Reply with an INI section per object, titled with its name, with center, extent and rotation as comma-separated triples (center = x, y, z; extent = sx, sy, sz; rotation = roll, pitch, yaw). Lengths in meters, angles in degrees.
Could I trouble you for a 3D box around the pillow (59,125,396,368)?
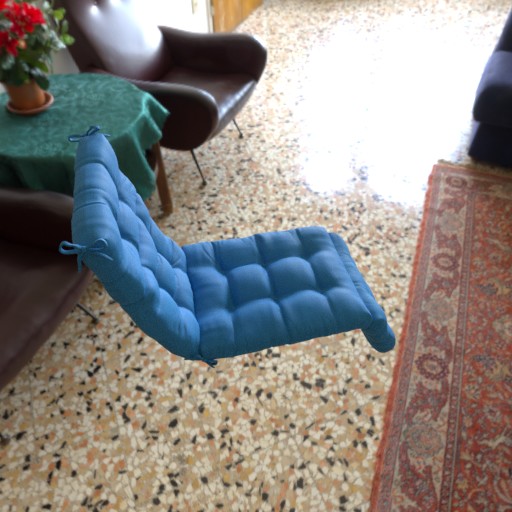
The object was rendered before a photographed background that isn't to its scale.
[pillow]
center = 0.000, 0.000, 1.511
extent = 1.016, 0.863, 0.526
rotation = -10, 48, -10
